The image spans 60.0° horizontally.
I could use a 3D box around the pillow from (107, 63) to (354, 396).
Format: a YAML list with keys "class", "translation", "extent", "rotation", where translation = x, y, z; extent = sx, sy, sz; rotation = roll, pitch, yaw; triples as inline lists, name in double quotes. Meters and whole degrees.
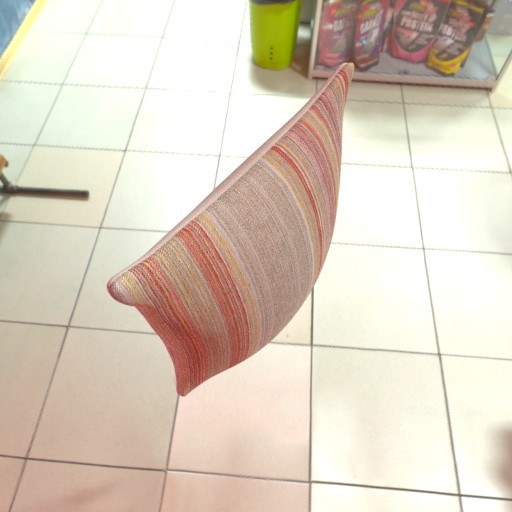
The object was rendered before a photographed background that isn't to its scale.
- class: "pillow"
  translation: [0.000, 0.000, 0.704]
  extent: [0.191, 0.449, 0.451]
  rotation: [33, 64, 19]
